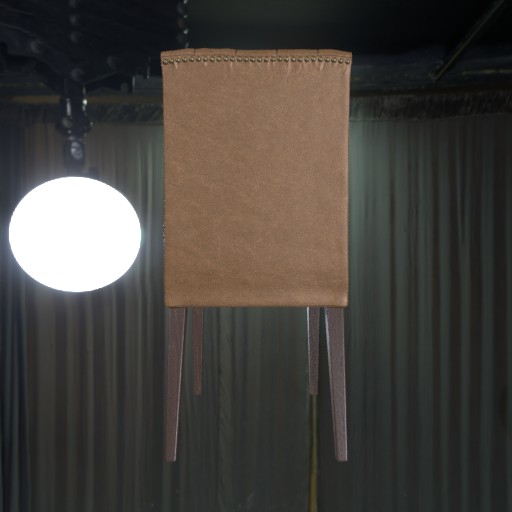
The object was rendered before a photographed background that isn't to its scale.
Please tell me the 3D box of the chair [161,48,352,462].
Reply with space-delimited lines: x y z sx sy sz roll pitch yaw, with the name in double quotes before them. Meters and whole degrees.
"chair" 0.000 0.000 1.387 0.511 1.016 0.647 0 -2 0
